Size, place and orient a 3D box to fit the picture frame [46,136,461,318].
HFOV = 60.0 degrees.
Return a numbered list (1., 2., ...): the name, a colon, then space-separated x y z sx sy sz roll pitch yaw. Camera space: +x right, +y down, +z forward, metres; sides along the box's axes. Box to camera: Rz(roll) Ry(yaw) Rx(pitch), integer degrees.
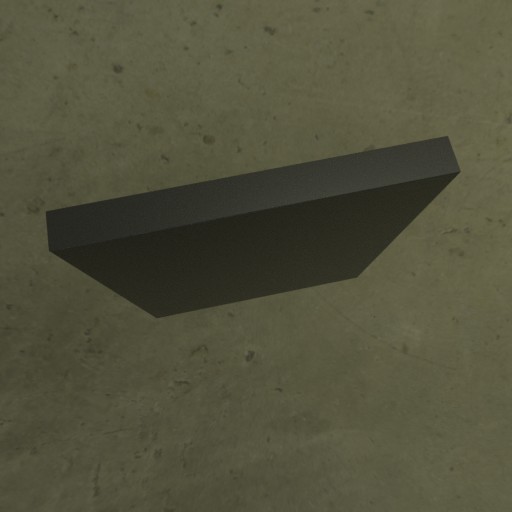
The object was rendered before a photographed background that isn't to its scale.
1. picture frame: 0.000 0.000 0.532 0.328 0.378 0.034 -11 75 -3
